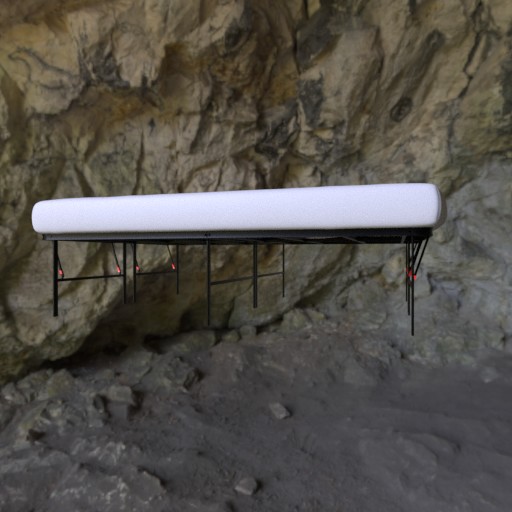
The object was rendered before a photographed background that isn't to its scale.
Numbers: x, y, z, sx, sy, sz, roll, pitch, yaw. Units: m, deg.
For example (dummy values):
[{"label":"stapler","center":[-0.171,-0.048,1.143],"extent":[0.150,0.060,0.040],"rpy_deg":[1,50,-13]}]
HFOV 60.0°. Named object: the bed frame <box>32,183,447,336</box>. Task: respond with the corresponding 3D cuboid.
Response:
[{"label":"bed frame","center":[0.000,0.000,2.842],"extent":[2.151,0.667,1.584],"rpy_deg":[0,0,18]}]
